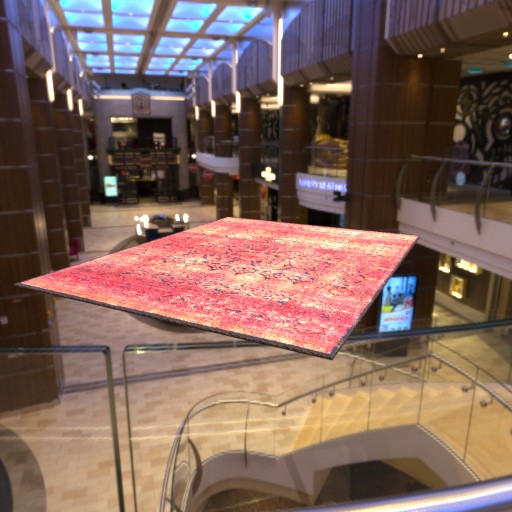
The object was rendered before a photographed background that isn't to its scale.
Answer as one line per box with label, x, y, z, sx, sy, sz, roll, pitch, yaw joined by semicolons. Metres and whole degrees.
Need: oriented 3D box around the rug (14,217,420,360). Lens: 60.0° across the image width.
rug;0.000;0.000;3.991;2.411;0.020;3.032;8;17;26
